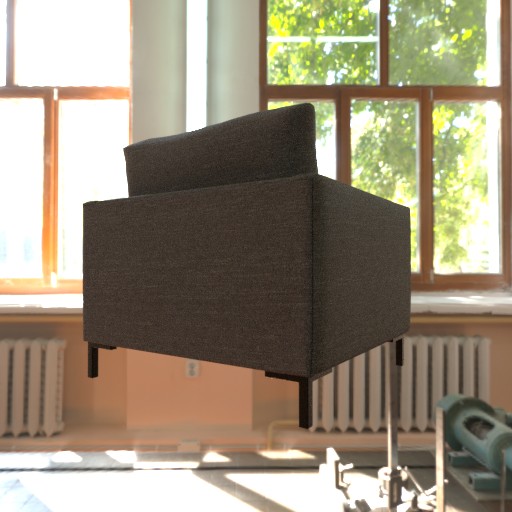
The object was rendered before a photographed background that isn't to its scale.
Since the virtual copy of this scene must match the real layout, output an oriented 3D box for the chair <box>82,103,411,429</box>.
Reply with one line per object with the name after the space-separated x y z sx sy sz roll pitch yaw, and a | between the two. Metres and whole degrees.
0.000 0.000 1.636 0.940 0.841 0.845 -1 -1 34 | chair
